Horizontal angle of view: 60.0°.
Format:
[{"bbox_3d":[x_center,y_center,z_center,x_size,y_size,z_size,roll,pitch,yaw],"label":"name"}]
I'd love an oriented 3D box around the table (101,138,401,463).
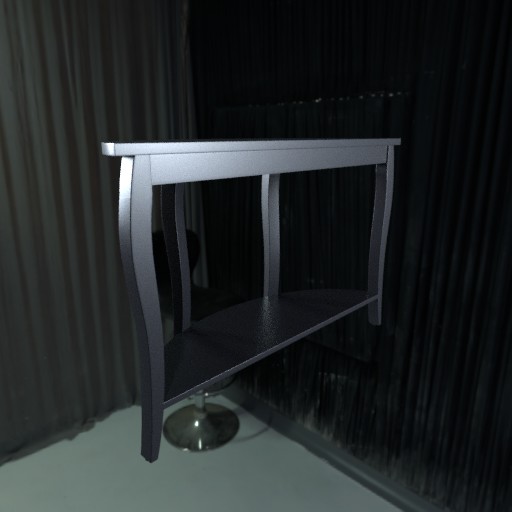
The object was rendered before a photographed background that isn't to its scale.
[{"bbox_3d":[0.000,0.000,1.534,0.394,0.780,1.219,14,21,42],"label":"table"}]
